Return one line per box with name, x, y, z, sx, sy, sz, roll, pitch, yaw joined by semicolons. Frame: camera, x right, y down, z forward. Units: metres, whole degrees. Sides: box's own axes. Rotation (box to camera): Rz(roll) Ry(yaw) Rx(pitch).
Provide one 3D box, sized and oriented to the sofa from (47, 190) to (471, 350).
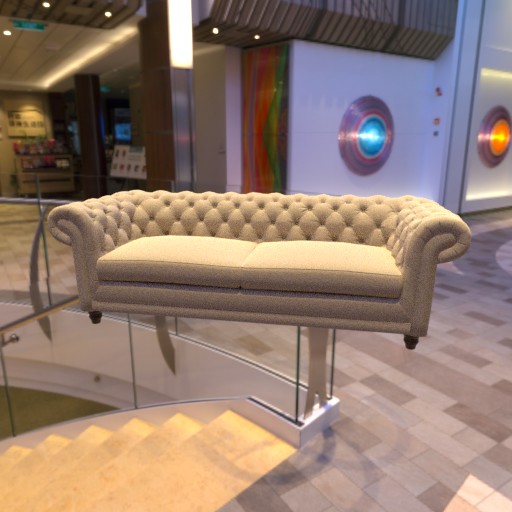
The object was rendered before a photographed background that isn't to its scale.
sofa;0.000;0.000;3.234;2.694;0.847;1.076;3;15;10
